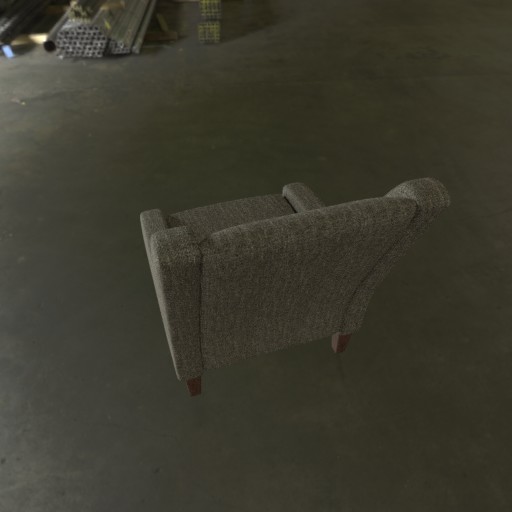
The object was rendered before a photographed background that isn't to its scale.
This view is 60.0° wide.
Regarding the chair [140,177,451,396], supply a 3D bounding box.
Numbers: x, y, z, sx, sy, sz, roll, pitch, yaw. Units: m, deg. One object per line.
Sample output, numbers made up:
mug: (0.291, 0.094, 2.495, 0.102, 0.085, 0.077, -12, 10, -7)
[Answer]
chair: (0.000, 0.000, 1.721, 0.793, 1.012, 0.944, -13, 43, -14)
